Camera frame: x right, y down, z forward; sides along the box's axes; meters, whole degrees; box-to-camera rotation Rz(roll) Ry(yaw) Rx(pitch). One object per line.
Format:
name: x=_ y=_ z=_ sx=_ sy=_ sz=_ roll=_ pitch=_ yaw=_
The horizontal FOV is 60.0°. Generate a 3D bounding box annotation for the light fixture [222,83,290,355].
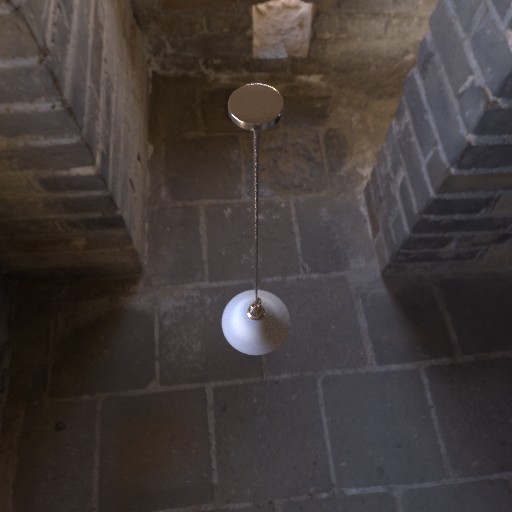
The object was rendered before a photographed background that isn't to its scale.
light fixture: x=0.000 y=0.000 z=1.502 sx=0.324 sy=1.354 sz=0.324 roll=34 pitch=68 yaw=16
